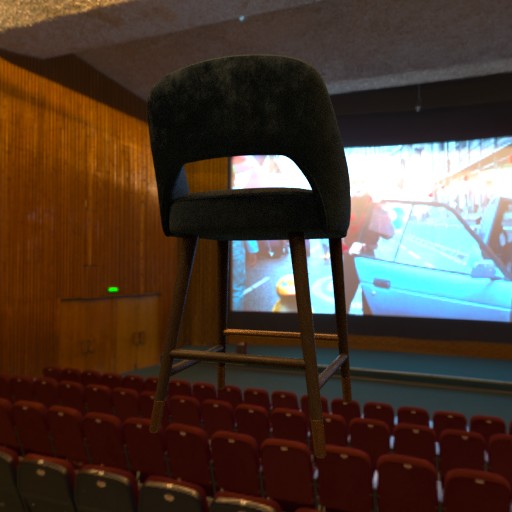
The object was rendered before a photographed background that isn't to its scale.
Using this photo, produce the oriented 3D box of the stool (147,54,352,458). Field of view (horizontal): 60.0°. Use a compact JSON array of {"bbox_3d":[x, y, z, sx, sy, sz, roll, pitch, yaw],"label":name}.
[{"bbox_3d":[0.000,0.000,1.260,0.536,0.925,0.524,0,-1,20],"label":"stool"}]
